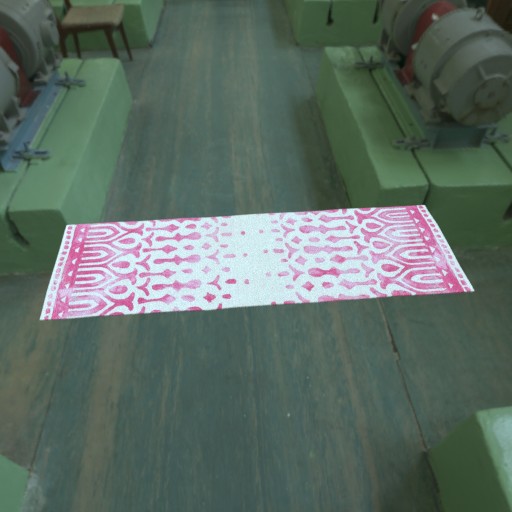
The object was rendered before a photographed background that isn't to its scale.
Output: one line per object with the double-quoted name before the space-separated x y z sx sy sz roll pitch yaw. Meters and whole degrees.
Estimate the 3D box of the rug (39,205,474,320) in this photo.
"rug" 0.000 0.000 2.746 2.458 0.011 0.787 -3 46 -3
